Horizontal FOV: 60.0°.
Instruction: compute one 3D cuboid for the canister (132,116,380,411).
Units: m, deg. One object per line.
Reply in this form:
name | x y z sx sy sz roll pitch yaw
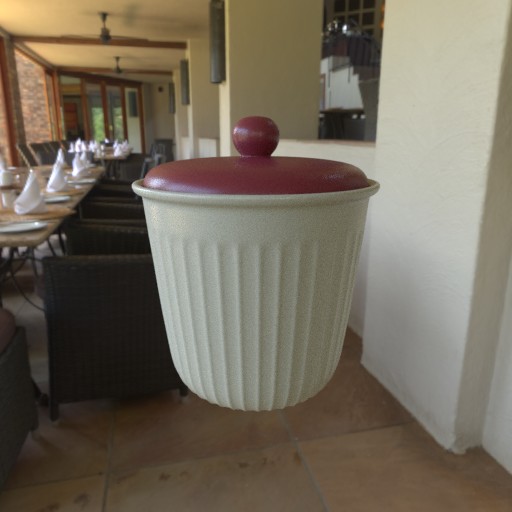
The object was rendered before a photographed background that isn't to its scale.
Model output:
canister | 0.000 0.000 0.349 0.181 0.211 0.181 0 15 0
